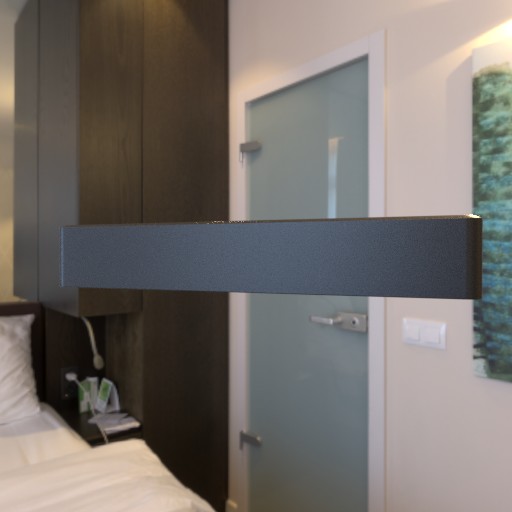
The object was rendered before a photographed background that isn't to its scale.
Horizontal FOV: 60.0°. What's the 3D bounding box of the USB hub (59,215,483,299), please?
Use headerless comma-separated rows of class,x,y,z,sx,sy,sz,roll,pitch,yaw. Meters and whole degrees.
USB hub,0.000,0.000,0.163,0.145,0.023,0.044,0,0,19
